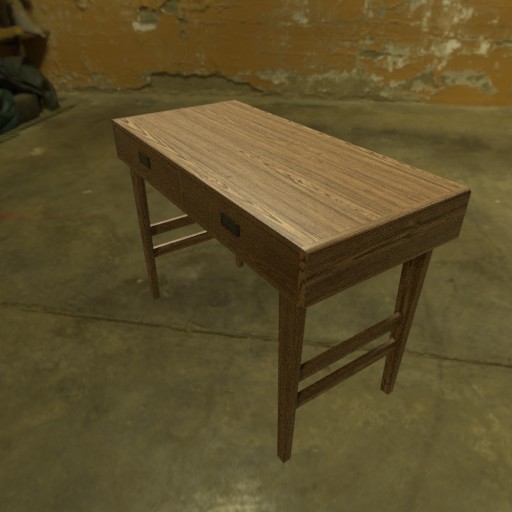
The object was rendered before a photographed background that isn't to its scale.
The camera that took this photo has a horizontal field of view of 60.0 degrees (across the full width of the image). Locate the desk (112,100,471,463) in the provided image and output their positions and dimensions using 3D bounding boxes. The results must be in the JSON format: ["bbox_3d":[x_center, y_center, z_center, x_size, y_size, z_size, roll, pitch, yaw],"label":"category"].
[{"bbox_3d":[0.000,0.000,1.500,0.508,0.755,1.067,-20,38,-28],"label":"desk"}]
